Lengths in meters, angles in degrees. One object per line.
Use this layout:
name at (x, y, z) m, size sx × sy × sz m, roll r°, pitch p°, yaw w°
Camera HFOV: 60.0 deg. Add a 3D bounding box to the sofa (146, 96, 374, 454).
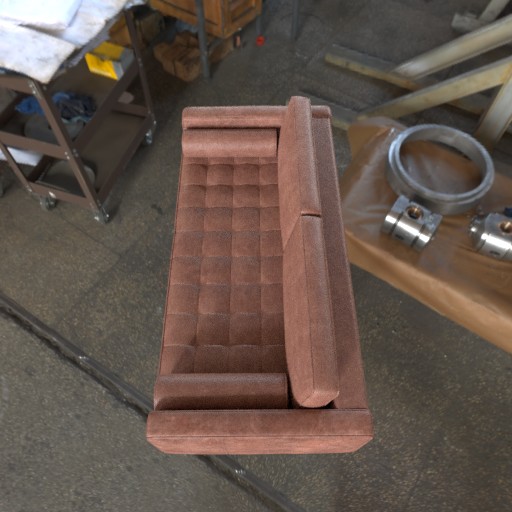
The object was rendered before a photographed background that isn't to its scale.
sofa at (0.000, 0.000, 2.319) m, size 0.910 × 0.760 × 1.870 m, roll 0°, pitch 59°, yaw 0°
